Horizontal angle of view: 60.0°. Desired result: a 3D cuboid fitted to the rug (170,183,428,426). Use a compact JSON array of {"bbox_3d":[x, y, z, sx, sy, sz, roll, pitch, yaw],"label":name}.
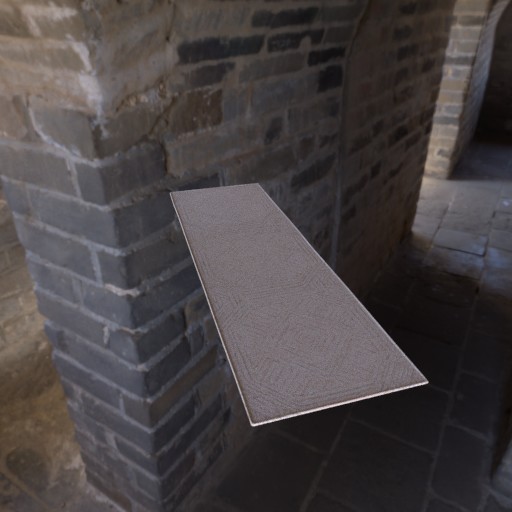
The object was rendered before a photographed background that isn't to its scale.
[{"bbox_3d":[0.000,0.000,2.771,0.775,0.012,2.452,-8,31,-14],"label":"rug"}]
